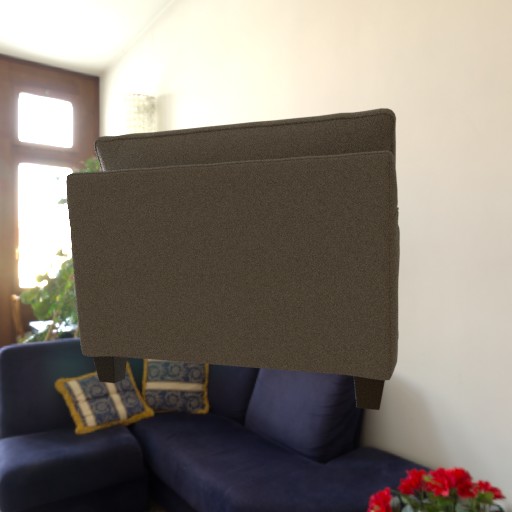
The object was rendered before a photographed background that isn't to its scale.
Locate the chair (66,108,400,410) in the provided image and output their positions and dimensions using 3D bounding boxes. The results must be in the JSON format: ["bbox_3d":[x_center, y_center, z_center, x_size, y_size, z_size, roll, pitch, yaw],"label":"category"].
[{"bbox_3d":[0.000,0.000,1.973,1.220,1.016,1.040,0,0,18],"label":"chair"}]
